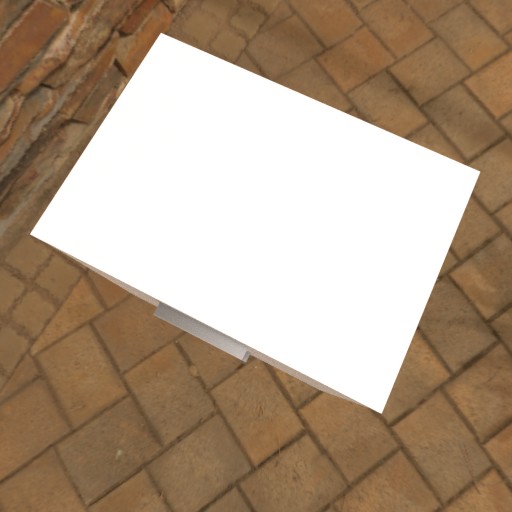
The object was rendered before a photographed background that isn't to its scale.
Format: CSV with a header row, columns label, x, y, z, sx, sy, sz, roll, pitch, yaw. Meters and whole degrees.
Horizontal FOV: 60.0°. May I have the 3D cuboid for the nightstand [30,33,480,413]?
label,x,y,z,sx,sy,sz,roll,pitch,yaw
nightstand,0.000,0.000,0.746,0.441,0.460,0.325,26,77,6
